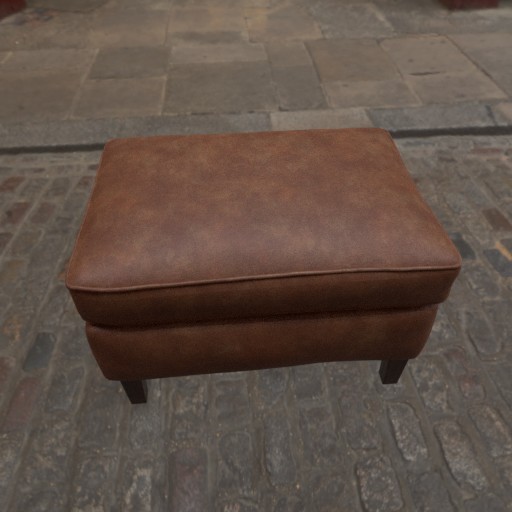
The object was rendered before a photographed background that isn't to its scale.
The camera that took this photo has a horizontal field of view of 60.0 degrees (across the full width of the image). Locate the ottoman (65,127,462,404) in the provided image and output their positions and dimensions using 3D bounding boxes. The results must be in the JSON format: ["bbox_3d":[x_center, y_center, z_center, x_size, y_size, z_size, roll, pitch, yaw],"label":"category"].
[{"bbox_3d":[0.000,0.000,0.983,0.665,0.418,0.501,-3,45,-3],"label":"ottoman"}]
